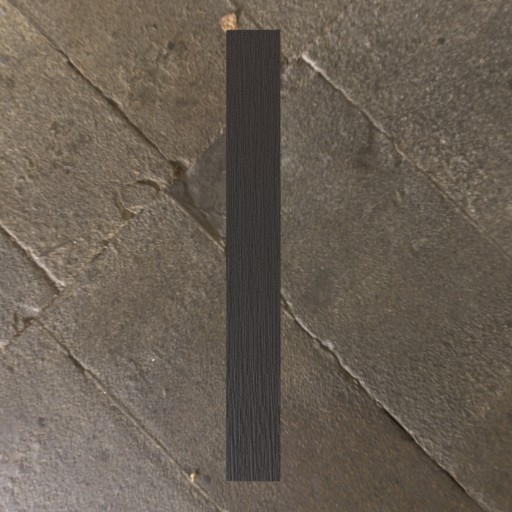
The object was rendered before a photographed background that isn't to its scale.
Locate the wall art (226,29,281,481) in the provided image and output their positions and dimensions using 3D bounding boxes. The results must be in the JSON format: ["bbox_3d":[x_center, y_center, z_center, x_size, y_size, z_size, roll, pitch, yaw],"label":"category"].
[{"bbox_3d":[0.000,0.000,0.446,0.036,0.300,0.302,0,90,1],"label":"wall art"}]
